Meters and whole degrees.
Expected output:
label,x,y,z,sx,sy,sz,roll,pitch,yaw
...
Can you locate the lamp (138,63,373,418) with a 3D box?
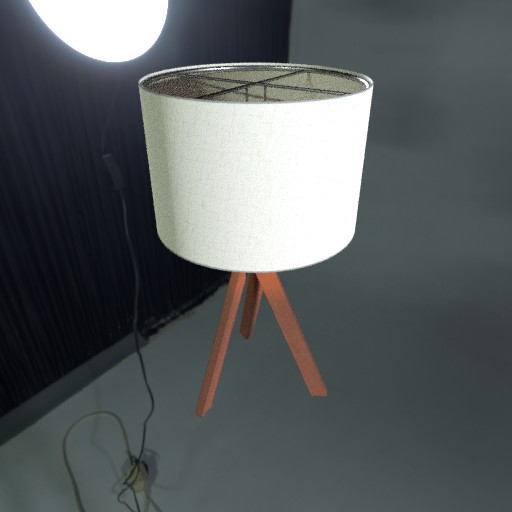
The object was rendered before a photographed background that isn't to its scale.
label,x,y,z,sx,sy,sz,roll,pitch,yaw
lamp,0.000,0.000,0.909,0.380,0.686,0.380,19,35,28
